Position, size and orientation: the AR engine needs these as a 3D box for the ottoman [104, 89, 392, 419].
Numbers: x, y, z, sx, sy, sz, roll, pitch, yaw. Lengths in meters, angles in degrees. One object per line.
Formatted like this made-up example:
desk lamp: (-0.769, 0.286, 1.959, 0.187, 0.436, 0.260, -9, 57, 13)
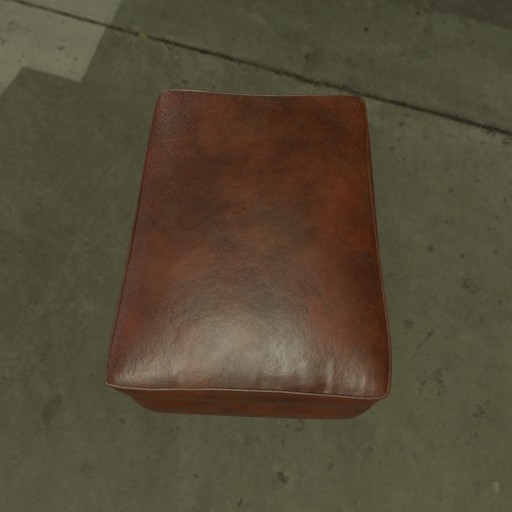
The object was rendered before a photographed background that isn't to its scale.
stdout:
ottoman: (0.000, 0.000, 0.982, 0.501, 0.432, 0.665, 2, 63, 1)
